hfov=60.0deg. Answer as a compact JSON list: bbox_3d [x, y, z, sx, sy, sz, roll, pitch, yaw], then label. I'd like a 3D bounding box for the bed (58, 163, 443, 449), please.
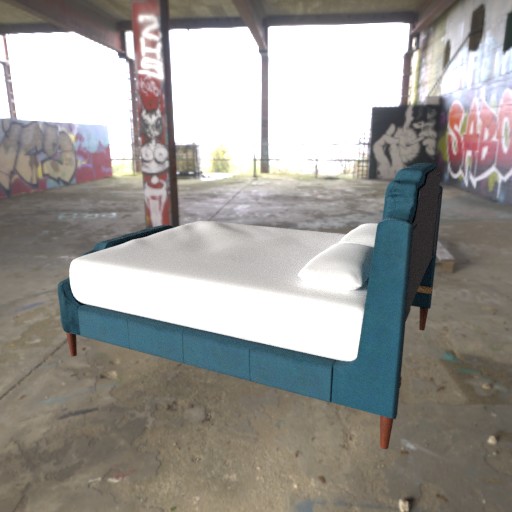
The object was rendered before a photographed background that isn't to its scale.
[{"bbox_3d":[0.000,0.000,3.227,2.322,1.351,1.676,7,17,25],"label":"bed"}]
